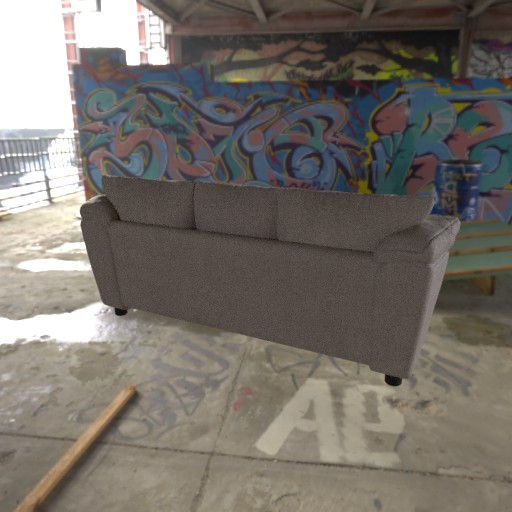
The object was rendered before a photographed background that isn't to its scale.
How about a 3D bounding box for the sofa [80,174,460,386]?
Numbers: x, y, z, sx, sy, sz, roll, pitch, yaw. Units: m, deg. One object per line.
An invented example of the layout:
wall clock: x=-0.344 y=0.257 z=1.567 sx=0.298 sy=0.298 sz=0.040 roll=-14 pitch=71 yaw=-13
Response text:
sofa: x=0.000 y=0.000 z=2.887 sx=2.334 sy=0.996 sz=0.878 roll=8 pitch=18 yaw=27
